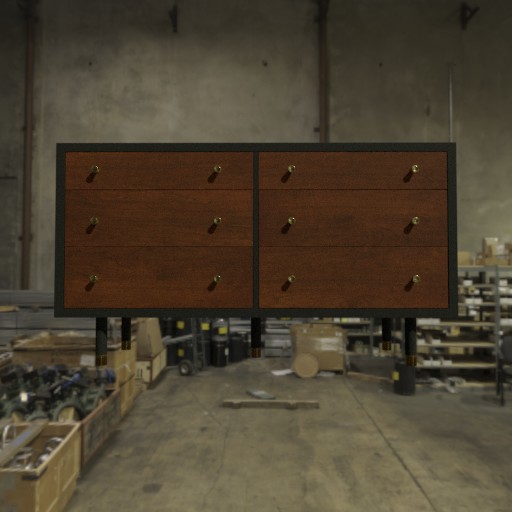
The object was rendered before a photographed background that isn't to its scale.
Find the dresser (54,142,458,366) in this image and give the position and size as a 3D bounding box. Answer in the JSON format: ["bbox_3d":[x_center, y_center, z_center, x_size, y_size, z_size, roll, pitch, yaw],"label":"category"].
[{"bbox_3d":[0.000,0.000,1.922,1.558,0.872,0.463,0,-2,0],"label":"dresser"}]
